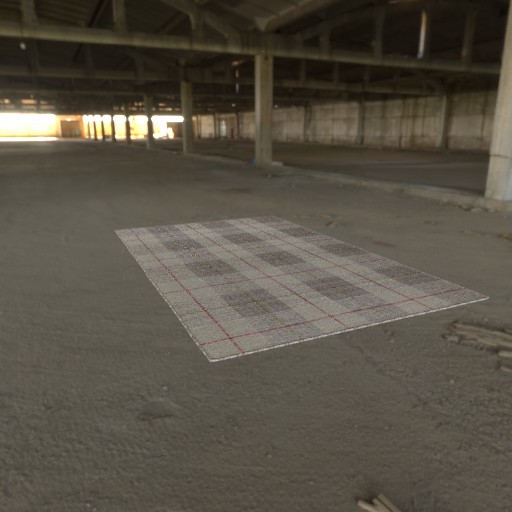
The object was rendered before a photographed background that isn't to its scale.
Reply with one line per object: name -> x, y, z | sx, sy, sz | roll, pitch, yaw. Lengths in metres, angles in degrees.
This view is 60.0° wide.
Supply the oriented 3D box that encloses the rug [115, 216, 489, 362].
rug -> 0.000, 0.000, 3.052 | 1.549, 0.010, 2.464 | -7, 18, -24
